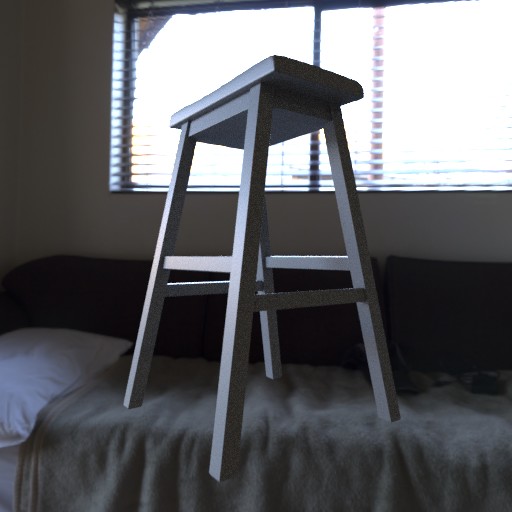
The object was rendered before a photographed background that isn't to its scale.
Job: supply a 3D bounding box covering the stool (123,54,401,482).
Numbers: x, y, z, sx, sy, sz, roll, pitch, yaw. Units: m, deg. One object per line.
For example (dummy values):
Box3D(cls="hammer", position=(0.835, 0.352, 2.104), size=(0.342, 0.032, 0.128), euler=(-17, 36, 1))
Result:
Box3D(cls="stool", position=(0.000, 0.000, 1.045), size=(0.476, 0.737, 0.457), euler=(0, 0, -36))
